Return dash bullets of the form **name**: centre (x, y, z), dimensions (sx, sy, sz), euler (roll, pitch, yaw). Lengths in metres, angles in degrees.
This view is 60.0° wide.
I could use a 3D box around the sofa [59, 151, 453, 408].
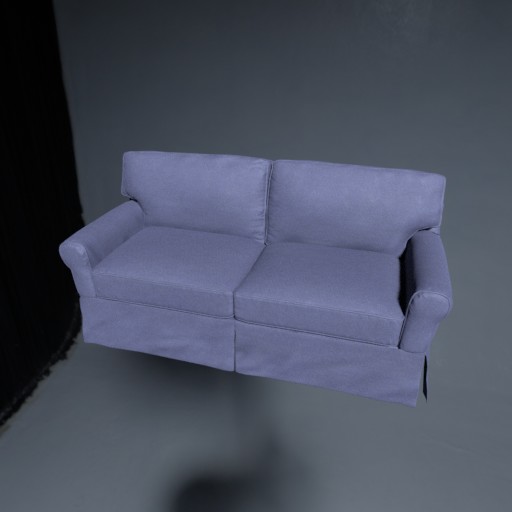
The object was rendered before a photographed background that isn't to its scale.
- **sofa**: centre (0.000, 0.000, 2.814), dimensions (2.256, 1.094, 0.983), euler (7, 28, 14)
